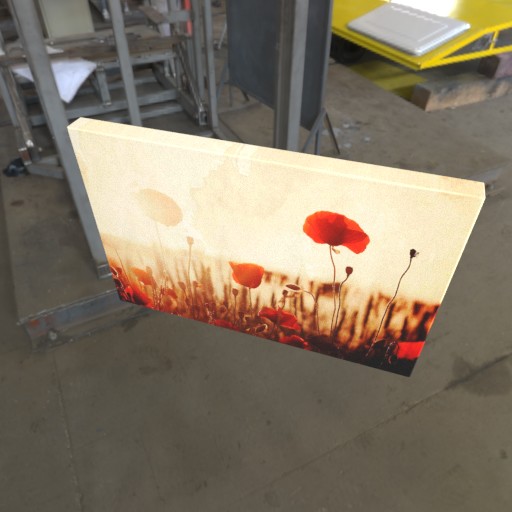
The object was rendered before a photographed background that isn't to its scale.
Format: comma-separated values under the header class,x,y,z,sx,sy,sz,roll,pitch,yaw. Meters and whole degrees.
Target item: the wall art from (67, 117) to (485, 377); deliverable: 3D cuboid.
class,x,y,z,sx,sy,sz,roll,pitch,yaw
wall art,0.000,0.000,0.770,0.613,0.402,0.040,13,44,13
